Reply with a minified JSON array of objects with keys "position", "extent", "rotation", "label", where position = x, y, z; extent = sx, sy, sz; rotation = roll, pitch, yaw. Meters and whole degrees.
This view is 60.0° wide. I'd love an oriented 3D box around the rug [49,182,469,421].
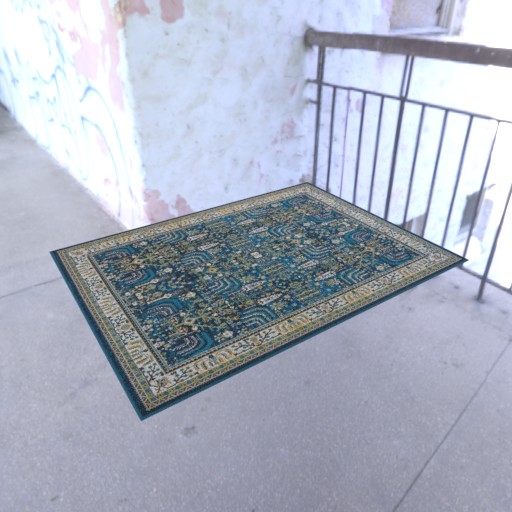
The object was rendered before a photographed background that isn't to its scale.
[{"position":[0.000,0.000,3.977],"extent":[3.044,0.015,2.226],"rotation":[-19,36,-29],"label":"rug"}]
